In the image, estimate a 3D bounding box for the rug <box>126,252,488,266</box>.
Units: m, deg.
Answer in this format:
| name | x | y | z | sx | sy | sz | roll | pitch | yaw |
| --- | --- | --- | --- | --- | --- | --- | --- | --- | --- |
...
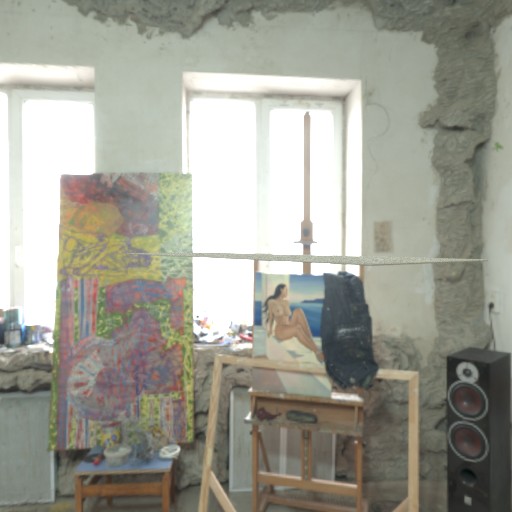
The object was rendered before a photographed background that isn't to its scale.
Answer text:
| name | x | y | z | sx | sy | sz | roll | pitch | yaw |
| --- | --- | --- | --- | --- | --- | --- | --- | --- | --- |
| rug | 0.000 | 0.000 | 2.709 | 0.806 | 0.006 | 2.431 | -1 | 2 | -35 |
